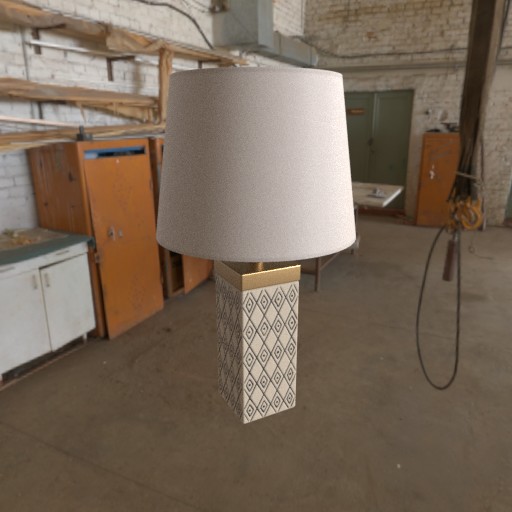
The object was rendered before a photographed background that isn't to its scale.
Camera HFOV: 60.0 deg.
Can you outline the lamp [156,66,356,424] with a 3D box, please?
[{"bbox_3d":[0.000,0.000,0.579,0.251,0.435,0.251,0,17,0],"label":"lamp"}]
